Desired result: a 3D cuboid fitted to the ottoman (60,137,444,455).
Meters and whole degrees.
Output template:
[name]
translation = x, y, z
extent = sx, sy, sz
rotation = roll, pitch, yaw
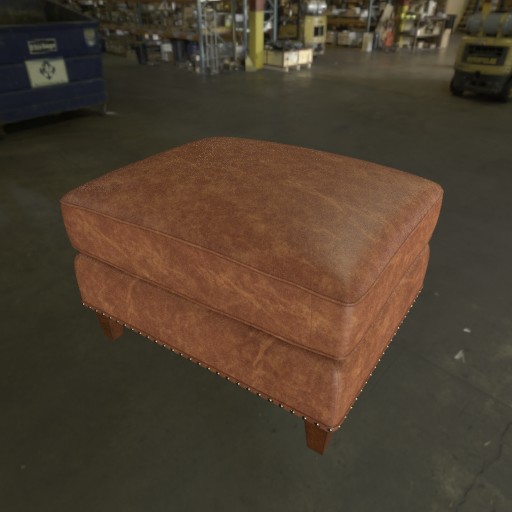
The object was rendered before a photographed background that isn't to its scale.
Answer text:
[ottoman]
translation = 0.000, 0.000, 1.135
extent = 0.742, 0.486, 0.586
rotation = 19, 36, 28
